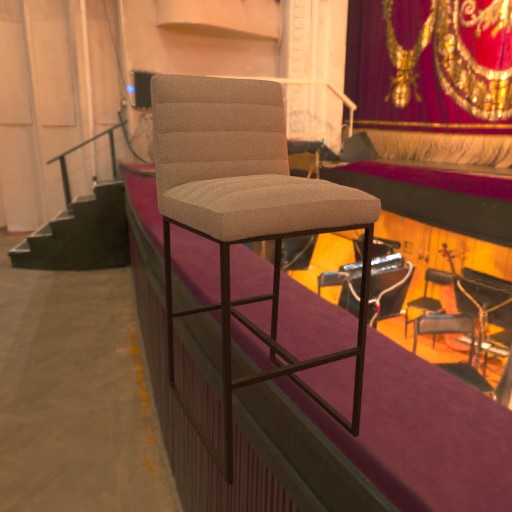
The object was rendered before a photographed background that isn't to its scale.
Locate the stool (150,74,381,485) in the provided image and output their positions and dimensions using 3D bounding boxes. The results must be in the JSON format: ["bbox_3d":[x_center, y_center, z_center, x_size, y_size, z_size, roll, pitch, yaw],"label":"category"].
[{"bbox_3d":[0.000,0.000,1.340,0.464,1.061,0.573,-8,17,-26],"label":"stool"}]
